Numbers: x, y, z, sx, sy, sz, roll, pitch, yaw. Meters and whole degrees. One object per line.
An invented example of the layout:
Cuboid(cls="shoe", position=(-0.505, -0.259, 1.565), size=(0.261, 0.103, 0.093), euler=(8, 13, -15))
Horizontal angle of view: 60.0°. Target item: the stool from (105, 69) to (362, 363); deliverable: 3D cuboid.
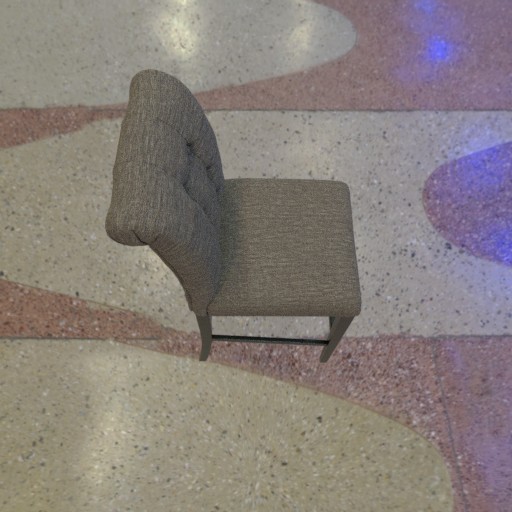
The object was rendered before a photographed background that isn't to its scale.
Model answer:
Cuboid(cls="stool", position=(0.000, 0.000, 1.442), size=(0.613, 1.131, 0.452), euler=(0, 63, 0))
